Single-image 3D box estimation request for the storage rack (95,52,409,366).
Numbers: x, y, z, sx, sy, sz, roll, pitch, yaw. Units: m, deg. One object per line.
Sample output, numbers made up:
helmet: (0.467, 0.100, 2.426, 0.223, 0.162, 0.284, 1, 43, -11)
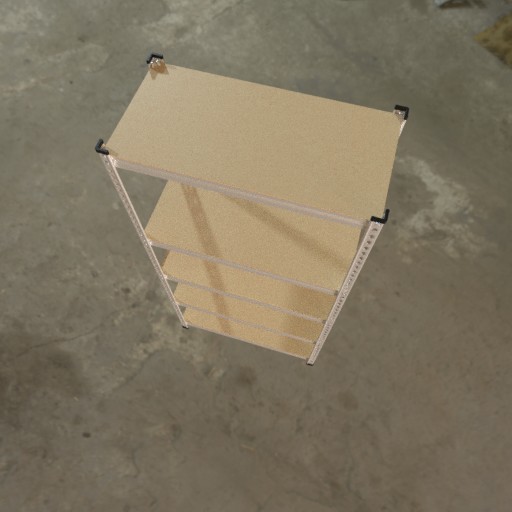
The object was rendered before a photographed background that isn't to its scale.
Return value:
storage rack: (0.000, 0.000, 2.228, 0.914, 1.829, 0.457, 15, 64, 7)
